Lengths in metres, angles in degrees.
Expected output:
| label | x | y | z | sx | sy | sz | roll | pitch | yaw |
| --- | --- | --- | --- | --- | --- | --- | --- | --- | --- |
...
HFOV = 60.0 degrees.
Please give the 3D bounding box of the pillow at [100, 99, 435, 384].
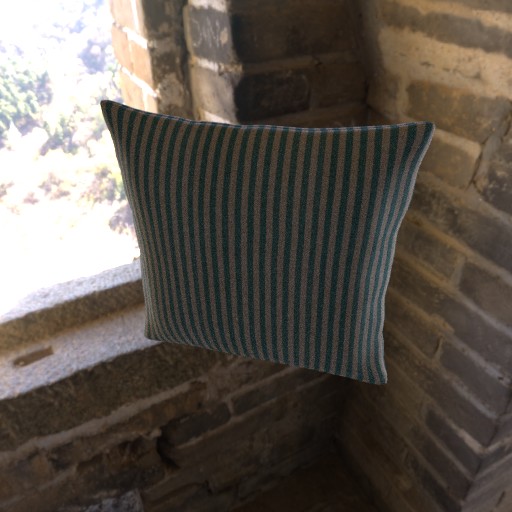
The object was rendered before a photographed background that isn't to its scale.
| label | x | y | z | sx | sy | sz | roll | pitch | yaw |
| --- | --- | --- | --- | --- | --- | --- | --- | --- | --- |
| pillow | 0.000 | 0.000 | 0.792 | 0.523 | 0.510 | 0.166 | 8 | 32 | 14 |
